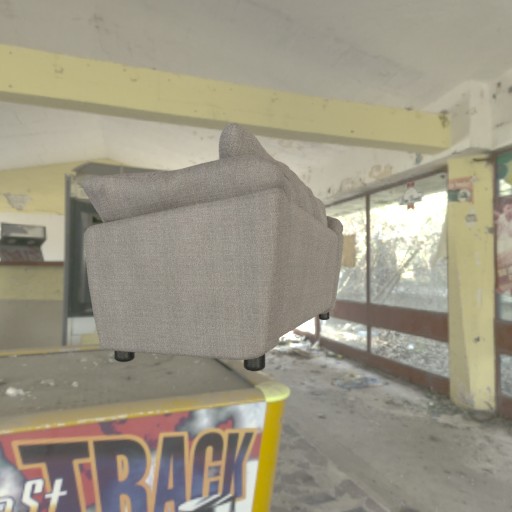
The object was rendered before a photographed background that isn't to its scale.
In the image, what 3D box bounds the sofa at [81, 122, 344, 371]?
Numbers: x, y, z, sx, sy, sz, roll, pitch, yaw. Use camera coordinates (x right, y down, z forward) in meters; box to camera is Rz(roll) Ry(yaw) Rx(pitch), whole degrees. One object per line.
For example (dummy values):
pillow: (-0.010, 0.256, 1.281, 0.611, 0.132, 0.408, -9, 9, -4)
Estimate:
sofa: (0.000, 0.000, 2.817, 0.878, 0.996, 2.334, -1, -2, 17)
